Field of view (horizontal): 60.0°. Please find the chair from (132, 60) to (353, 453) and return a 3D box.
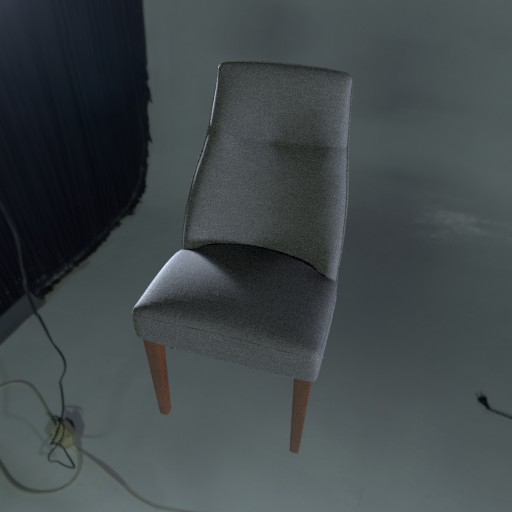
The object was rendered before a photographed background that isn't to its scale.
[{"bbox_3d":[0.000,0.000,1.297,0.500,0.930,0.620,11,41,13],"label":"chair"}]
